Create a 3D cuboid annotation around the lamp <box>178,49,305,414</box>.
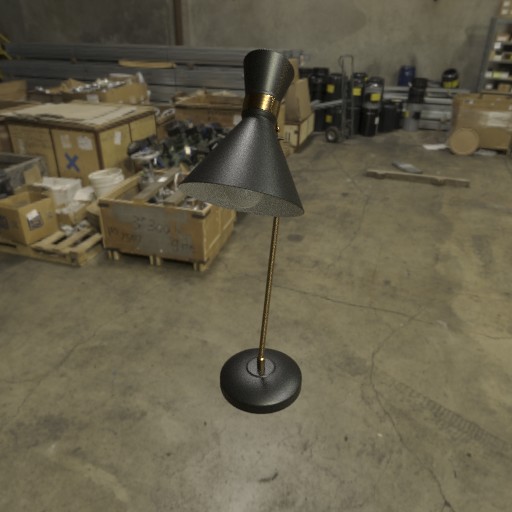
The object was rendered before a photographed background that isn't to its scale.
[{"bbox_3d":[0.000,0.000,0.769,0.189,0.647,0.292,9,29,17],"label":"lamp"}]
